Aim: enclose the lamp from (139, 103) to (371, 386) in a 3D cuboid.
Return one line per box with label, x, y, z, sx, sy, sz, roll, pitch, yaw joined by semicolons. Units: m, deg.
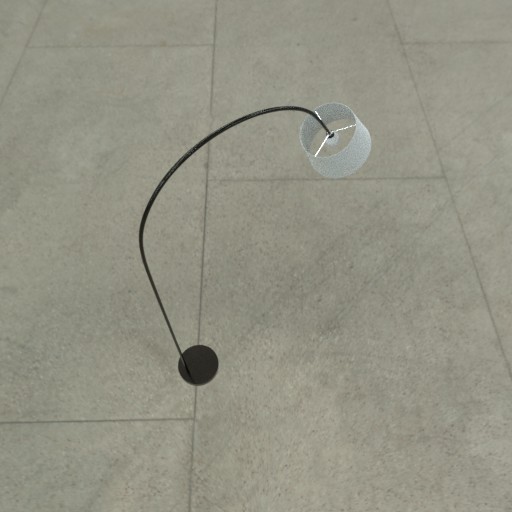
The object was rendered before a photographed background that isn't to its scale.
lamp;0.000;0.000;2.609;1.363;2.104;0.331;-32;63;-19
